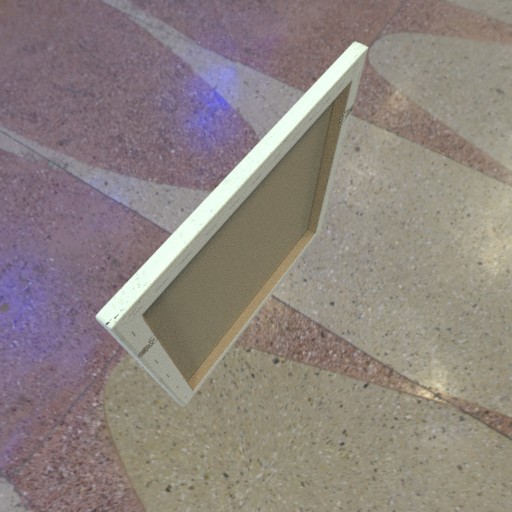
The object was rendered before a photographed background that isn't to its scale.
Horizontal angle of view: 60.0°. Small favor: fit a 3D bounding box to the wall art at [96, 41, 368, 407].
[{"bbox_3d":[0.000,0.000,1.129,0.038,0.762,0.762,33,68,16],"label":"wall art"}]
